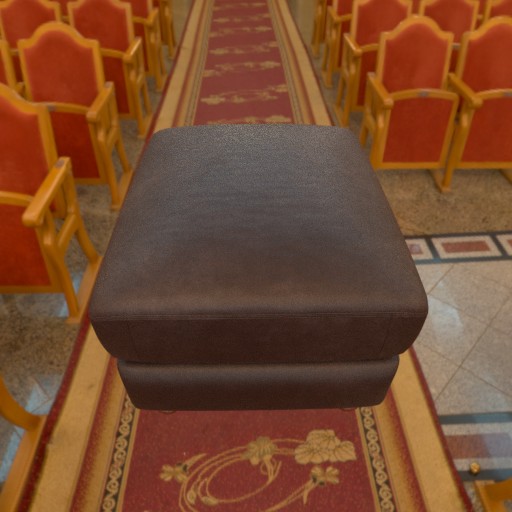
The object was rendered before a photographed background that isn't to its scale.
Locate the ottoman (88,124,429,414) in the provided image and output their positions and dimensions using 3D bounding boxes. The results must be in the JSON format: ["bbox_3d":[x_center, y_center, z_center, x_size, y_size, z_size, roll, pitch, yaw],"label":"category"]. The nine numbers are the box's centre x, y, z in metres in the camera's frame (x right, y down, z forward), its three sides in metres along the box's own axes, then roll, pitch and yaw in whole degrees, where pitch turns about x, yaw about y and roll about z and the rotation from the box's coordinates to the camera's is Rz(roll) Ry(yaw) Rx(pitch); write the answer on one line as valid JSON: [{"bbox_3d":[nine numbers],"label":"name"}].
[{"bbox_3d":[0.000,0.000,1.249,0.670,0.569,0.806,-1,40,-1],"label":"ottoman"}]
